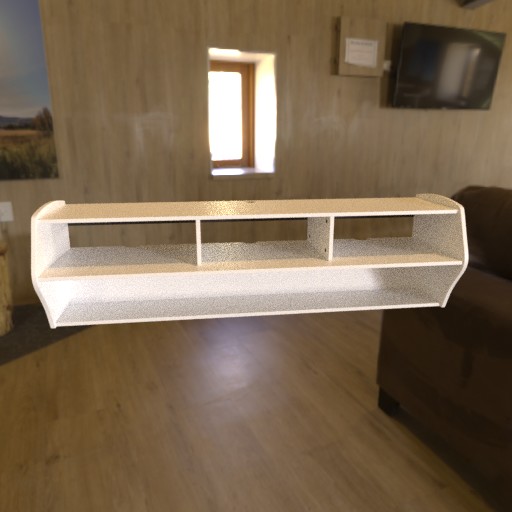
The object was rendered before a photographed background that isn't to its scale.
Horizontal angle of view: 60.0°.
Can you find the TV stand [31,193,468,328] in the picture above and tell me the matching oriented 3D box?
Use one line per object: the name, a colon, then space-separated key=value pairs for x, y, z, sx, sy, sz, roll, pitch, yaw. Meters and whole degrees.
TV stand: x=0.000 y=0.000 z=1.675 sx=1.473 sy=0.424 sz=0.397 roll=-2 pitch=16 yaw=-7
